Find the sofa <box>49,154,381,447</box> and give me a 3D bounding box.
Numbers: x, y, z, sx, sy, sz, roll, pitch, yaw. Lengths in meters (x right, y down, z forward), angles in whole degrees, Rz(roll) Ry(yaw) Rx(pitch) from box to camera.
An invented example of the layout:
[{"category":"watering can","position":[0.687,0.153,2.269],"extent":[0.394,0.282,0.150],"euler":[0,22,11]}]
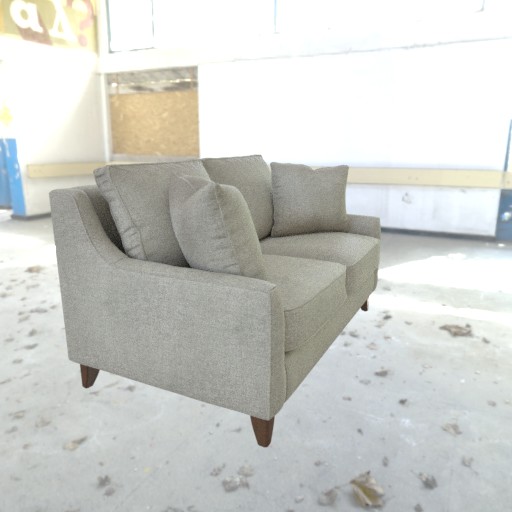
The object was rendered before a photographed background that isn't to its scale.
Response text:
[{"category":"sofa","position":[0.000,0.000,2.024],"extent":[0.915,0.863,1.422],"euler":[8,17,26]}]
